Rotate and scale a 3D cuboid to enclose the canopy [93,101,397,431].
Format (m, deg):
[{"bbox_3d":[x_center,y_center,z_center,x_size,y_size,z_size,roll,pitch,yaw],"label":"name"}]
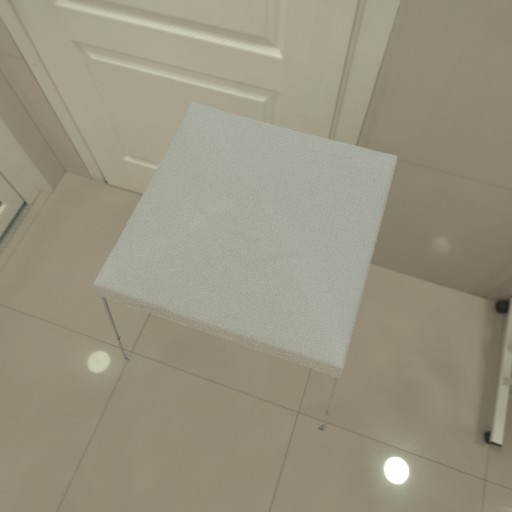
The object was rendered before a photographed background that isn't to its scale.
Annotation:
[{"bbox_3d":[0.000,0.000,5.167,2.849,2.849,2.848,17,66,8],"label":"canopy"}]
